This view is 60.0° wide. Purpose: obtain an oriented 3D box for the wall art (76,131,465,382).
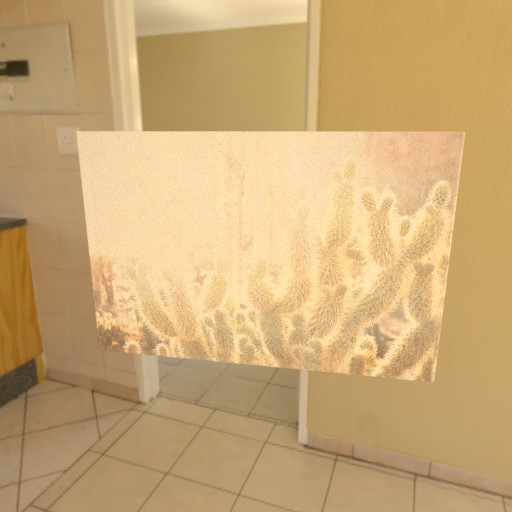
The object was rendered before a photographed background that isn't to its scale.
[{"bbox_3d":[0.000,0.000,1.871,1.525,1.012,0.038,3,16,10],"label":"wall art"}]
